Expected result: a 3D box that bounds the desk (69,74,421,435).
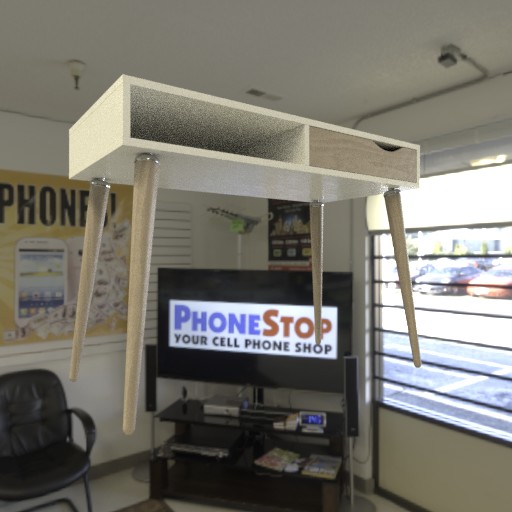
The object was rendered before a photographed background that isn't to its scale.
[{"bbox_3d":[0.000,0.000,1.357,0.979,0.723,0.491,0,0,-35],"label":"desk"}]
